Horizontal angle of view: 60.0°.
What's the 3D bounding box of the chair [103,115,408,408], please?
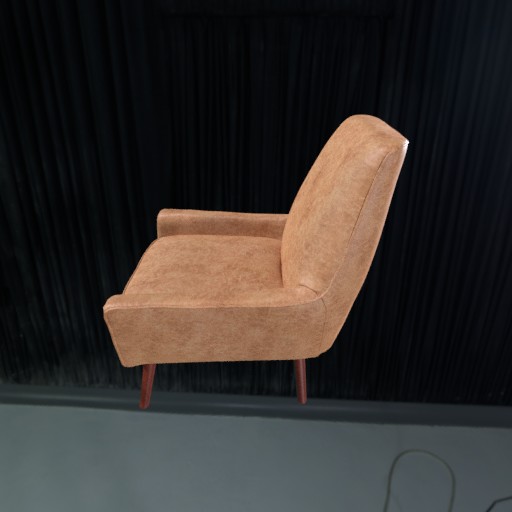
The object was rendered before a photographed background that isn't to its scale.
[{"bbox_3d":[0.000,0.000,1.522,0.851,0.883,0.753,1,27,1],"label":"chair"}]
